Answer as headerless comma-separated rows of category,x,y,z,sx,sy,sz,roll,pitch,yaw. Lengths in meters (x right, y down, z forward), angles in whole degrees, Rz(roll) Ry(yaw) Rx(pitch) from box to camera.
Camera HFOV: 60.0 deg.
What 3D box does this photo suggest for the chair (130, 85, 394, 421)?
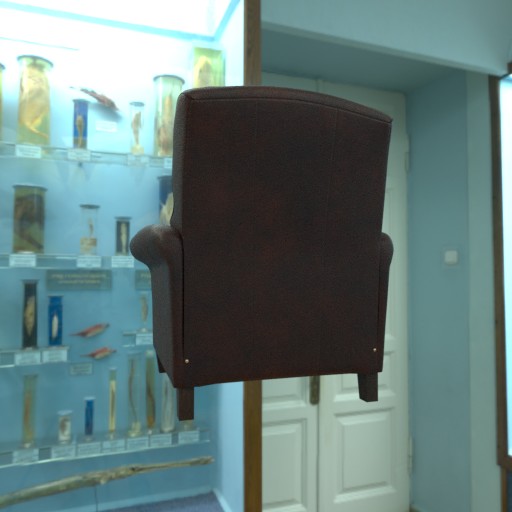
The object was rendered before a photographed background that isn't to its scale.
chair,0.000,0.000,1.820,0.978,1.061,0.902,1,-2,-17
